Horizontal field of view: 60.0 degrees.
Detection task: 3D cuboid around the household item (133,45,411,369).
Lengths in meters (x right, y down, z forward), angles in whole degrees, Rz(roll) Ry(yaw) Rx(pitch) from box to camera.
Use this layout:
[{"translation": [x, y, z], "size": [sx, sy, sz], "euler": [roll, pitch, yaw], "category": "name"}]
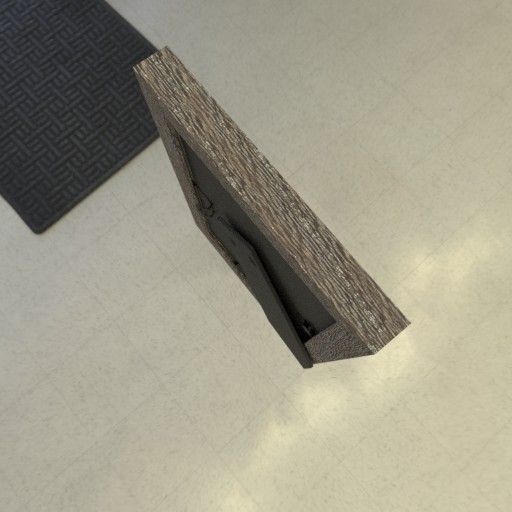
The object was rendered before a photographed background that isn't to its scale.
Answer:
[{"translation": [0.000, 0.000, 0.239], "size": [0.020, 0.180, 0.133], "euler": [-38, 78, -9], "category": "household item"}]
